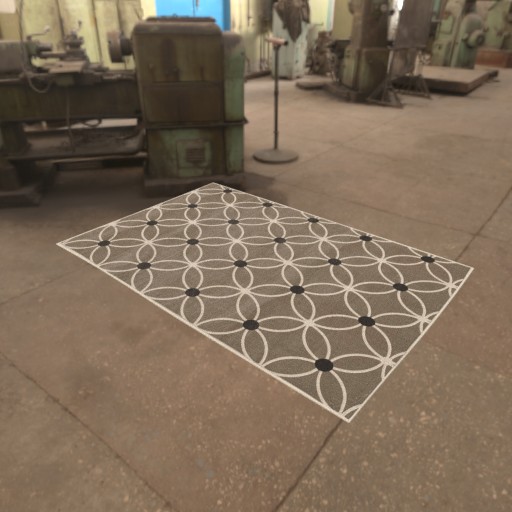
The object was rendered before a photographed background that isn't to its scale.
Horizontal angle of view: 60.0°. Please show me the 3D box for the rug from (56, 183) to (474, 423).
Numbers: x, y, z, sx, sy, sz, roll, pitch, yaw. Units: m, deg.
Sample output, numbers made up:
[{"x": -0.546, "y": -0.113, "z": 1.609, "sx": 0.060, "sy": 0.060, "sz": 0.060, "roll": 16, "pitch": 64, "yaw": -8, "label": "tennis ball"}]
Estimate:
[{"x": 0.000, "y": 0.000, "z": 2.878, "sx": 2.284, "sy": 0.008, "sz": 1.522, "roll": 23, "pitch": 37, "yaw": 34, "label": "rug"}]
